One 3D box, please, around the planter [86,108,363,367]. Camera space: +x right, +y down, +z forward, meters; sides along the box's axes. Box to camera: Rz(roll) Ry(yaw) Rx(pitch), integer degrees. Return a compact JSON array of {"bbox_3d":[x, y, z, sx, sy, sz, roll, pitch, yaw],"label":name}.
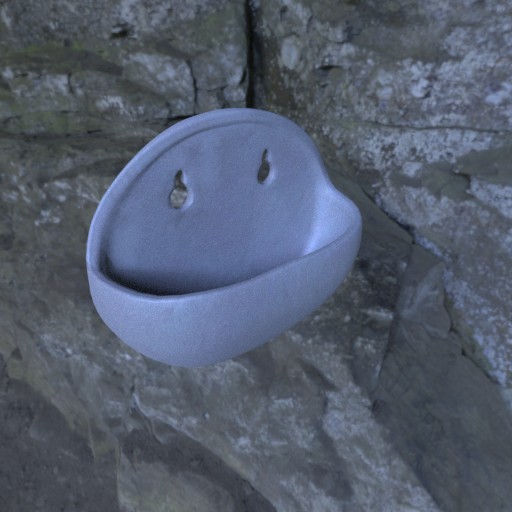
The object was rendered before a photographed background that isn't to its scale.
[{"bbox_3d":[0.000,0.000,0.274,0.190,0.164,0.073,-22,37,-32],"label":"planter"}]
